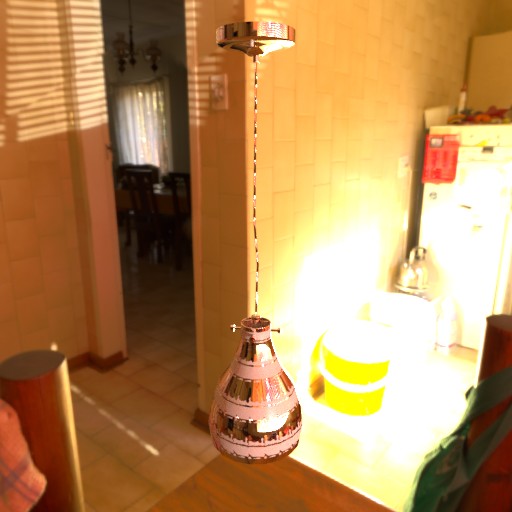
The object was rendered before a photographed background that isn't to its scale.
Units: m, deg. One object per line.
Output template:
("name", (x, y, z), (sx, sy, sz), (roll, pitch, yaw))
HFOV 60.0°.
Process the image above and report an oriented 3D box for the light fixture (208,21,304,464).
("light fixture", (0.000, 0.000, 1.577), (0.374, 1.457, 0.374), (2, 15, 8))
